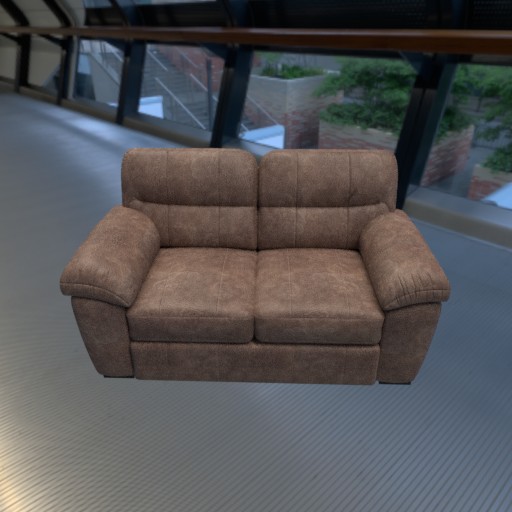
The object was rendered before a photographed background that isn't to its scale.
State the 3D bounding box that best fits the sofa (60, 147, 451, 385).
[{"bbox_3d":[0.000,0.000,2.417,1.753,0.991,0.991,1,29,2],"label":"sofa"}]
